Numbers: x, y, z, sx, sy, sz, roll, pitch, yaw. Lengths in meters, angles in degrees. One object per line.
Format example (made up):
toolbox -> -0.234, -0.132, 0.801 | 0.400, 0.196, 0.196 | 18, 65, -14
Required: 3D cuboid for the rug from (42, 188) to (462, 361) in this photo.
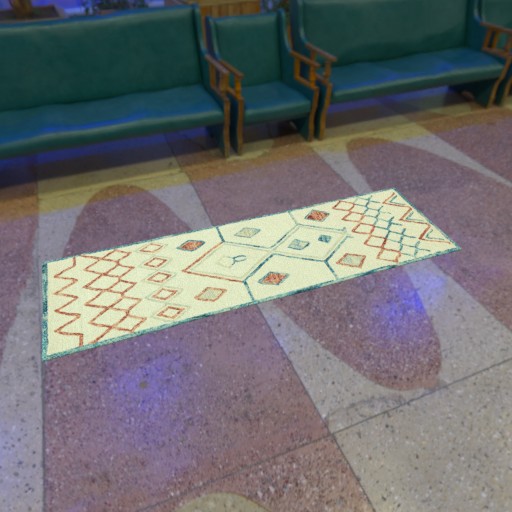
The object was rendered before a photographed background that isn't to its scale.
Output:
rug -> 0.000, 0.000, 2.685 | 2.435, 0.011, 0.750 | -13, 43, -15
